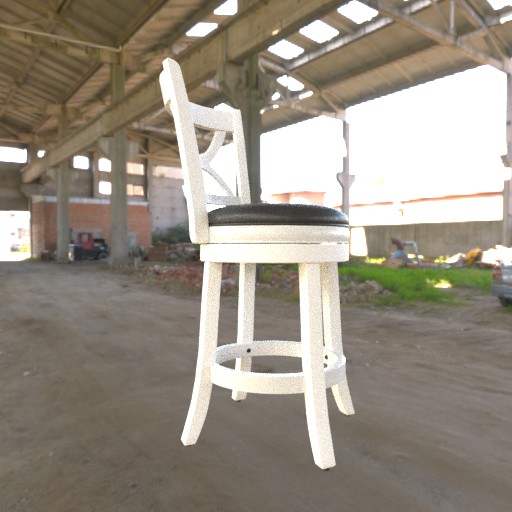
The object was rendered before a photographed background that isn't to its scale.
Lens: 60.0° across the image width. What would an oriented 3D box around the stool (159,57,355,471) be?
[{"bbox_3d":[0.000,0.000,1.225,0.508,0.953,0.444,1,2,20],"label":"stool"}]
